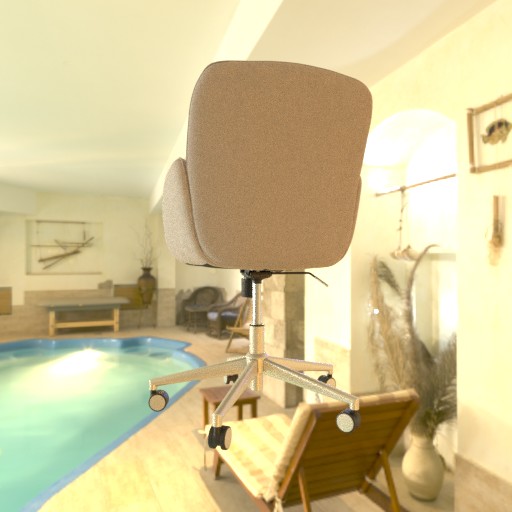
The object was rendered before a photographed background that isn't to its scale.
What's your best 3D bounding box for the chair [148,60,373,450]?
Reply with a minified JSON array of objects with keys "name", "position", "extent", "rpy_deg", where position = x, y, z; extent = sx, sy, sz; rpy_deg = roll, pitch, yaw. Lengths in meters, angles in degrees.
[{"name":"chair","position":[0.000,0.000,1.401],"extent":[0.648,0.959,0.654],"rpy_deg":[0,-1,-19]}]
